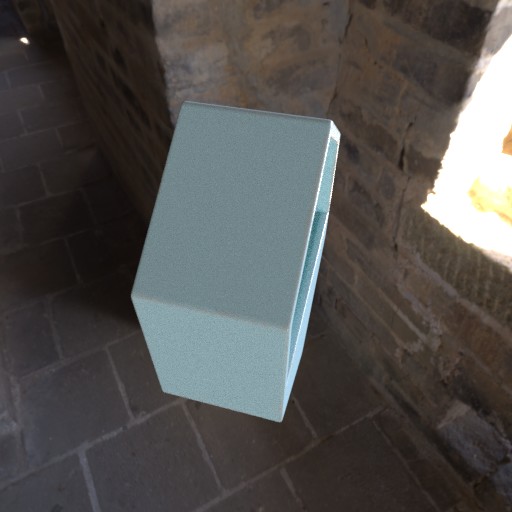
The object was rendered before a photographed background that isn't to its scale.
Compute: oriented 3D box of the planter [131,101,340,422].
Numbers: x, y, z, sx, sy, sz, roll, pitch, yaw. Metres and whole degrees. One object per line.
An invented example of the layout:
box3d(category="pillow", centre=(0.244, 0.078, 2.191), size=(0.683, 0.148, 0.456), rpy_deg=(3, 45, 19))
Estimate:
box3d(category="planter", centre=(0.000, 0.000, 0.292), size=(0.078, 0.207, 0.169), rpy_deg=(11, 47, 10))
